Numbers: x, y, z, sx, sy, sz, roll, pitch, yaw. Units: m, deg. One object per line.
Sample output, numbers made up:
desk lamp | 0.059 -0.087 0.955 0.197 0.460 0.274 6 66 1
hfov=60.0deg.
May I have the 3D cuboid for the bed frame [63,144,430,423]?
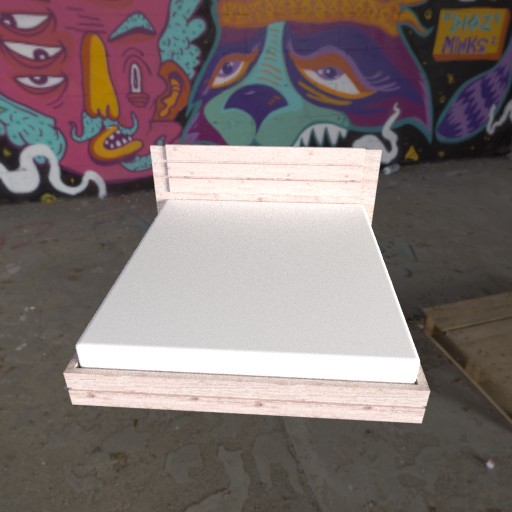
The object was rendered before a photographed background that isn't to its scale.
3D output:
bed frame | 0.000 0.000 3.072 1.950 0.970 2.080 2 30 3
